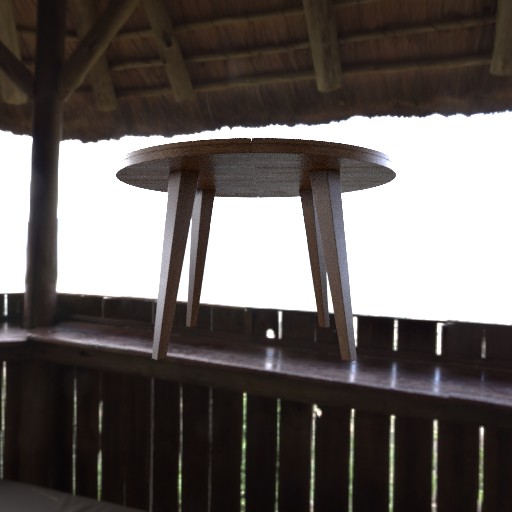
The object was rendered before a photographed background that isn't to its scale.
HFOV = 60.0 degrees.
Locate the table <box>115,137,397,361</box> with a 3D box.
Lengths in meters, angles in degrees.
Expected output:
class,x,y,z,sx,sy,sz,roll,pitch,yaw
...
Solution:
class,x,y,z,sx,sy,sz,roll,pitch,yaw
table,0.000,0.000,2.009,1.213,0.764,1.213,0,1,0
